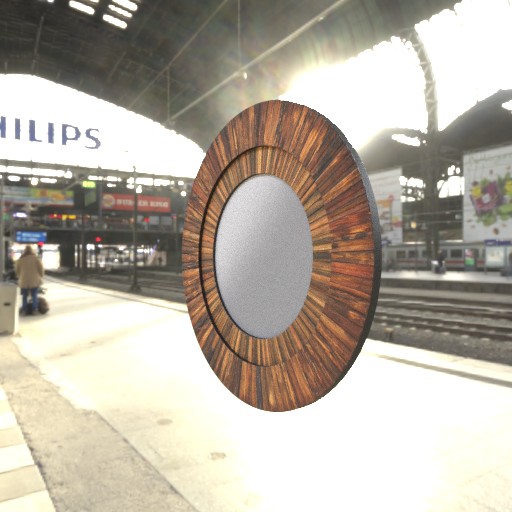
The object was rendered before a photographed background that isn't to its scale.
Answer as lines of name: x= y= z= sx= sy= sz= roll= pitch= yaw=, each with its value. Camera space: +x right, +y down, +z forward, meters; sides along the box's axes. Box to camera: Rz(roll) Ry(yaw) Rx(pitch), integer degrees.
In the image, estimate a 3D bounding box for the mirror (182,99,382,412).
mirror: x=0.000 y=0.000 z=1.596 sx=0.036 sy=1.077 sz=1.077 roll=0 pitch=0 yaw=-37
